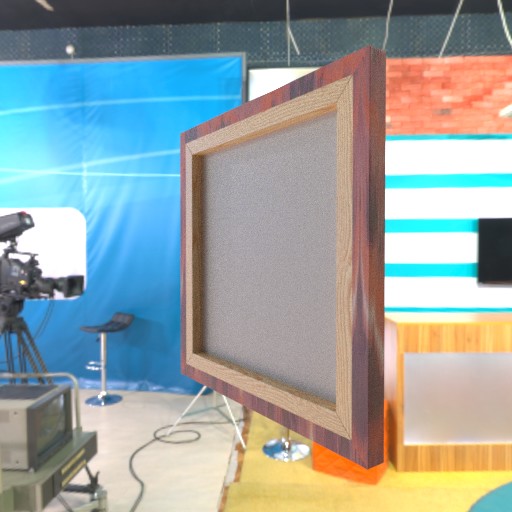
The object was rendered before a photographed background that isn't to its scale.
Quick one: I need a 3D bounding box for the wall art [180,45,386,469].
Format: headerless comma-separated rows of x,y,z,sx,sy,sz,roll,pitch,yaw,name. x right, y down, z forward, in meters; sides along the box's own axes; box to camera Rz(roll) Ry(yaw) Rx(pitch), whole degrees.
0.000,0.000,0.888,0.037,0.609,0.603,-1,1,-36,wall art
